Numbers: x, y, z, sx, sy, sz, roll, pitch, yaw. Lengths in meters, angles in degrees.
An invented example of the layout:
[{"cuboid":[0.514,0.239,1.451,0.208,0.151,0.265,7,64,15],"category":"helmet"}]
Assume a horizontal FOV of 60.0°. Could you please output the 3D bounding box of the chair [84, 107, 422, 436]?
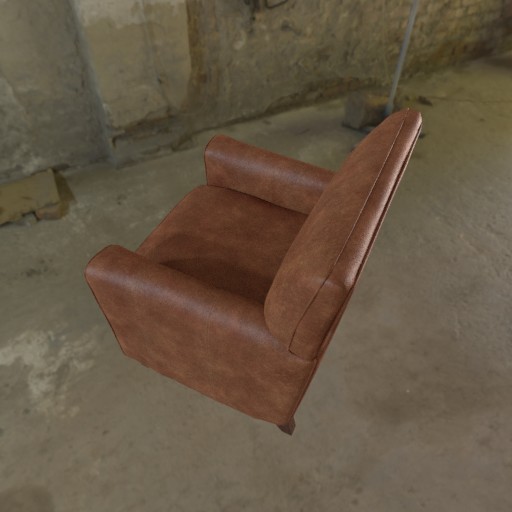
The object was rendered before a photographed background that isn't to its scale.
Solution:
[{"cuboid":[0.000,0.000,1.612,0.823,0.943,0.870,19,49,17],"category":"chair"}]
